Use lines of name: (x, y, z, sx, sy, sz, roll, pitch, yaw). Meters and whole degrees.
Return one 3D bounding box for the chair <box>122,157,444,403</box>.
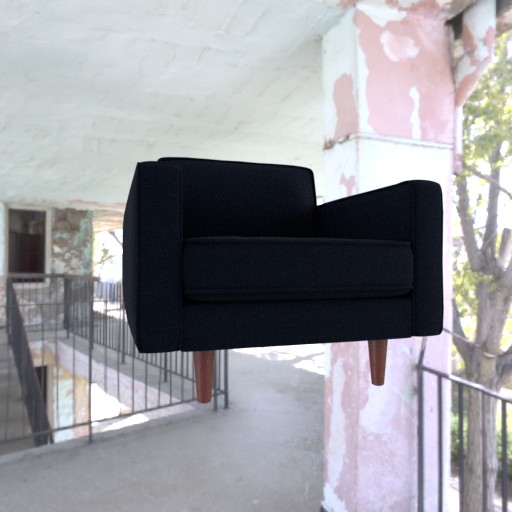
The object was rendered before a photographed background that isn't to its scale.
chair: (0.000, 0.000, 1.580, 0.899, 0.770, 0.920, 0, -1, -18)
